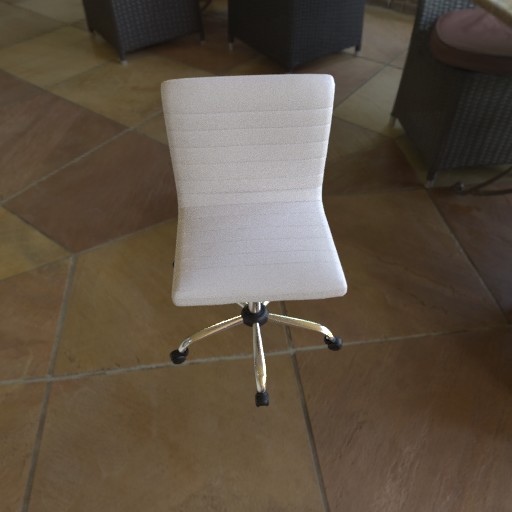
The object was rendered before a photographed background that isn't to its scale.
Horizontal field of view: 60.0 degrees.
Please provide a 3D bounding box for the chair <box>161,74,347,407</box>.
[{"bbox_3d":[0.000,0.000,1.099,0.520,0.750,0.455,-3,47,-3],"label":"chair"}]
